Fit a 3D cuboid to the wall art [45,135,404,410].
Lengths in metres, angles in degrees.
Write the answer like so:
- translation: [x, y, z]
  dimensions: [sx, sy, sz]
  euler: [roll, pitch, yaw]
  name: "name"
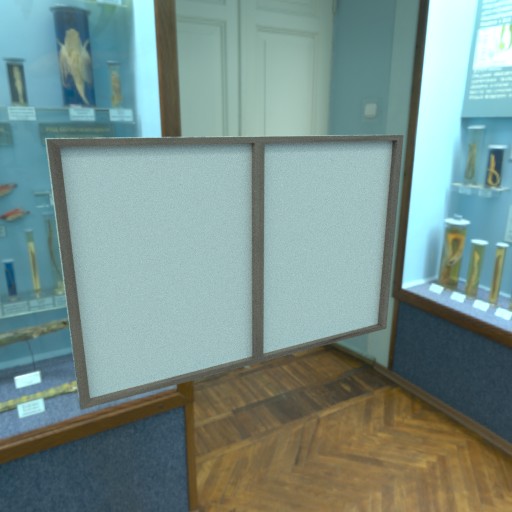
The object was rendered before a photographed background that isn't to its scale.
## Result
- translation: [0.000, 0.000, 1.146]
  dimensions: [0.919, 0.598, 0.038]
  euler: [-8, 18, -26]
  name: "wall art"
